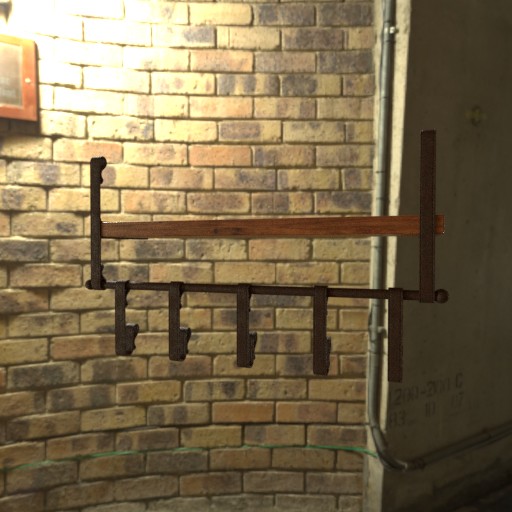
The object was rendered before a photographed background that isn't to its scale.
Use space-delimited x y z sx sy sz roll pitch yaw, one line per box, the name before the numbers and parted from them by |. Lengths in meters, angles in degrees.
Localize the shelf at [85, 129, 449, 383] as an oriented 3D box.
shelf | 0.000 0.000 0.718 0.567 0.330 0.146 0 1 19
